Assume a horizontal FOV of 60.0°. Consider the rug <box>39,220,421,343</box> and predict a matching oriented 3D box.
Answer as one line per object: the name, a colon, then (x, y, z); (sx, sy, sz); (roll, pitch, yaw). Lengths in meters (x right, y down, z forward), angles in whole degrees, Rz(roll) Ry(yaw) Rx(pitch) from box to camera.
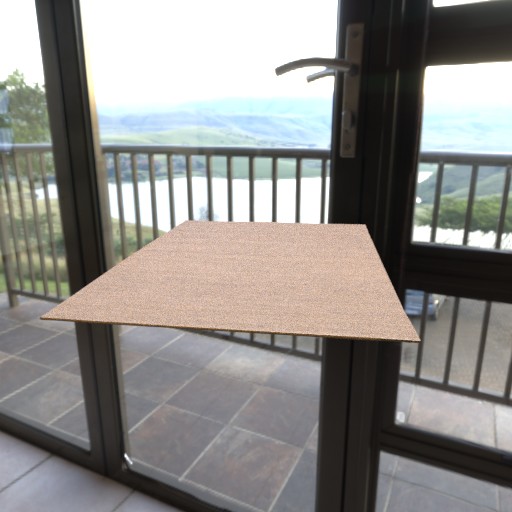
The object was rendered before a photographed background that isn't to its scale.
rug: (0.000, 0.000, 2.917); (1.624, 0.030, 2.264); (2, 16, 8)
